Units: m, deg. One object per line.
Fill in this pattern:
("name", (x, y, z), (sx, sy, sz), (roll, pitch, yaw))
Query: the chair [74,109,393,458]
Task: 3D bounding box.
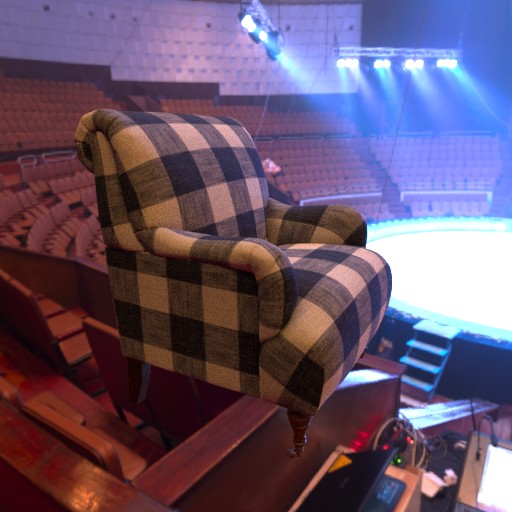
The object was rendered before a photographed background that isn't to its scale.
("chair", (0.000, 0.000, 1.533), (0.848, 0.953, 0.781), (8, 17, 27))
